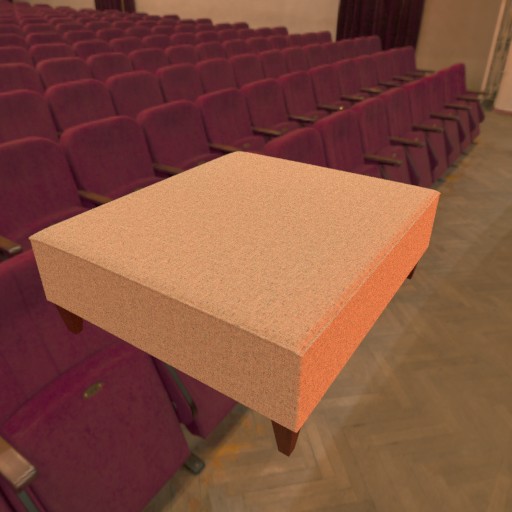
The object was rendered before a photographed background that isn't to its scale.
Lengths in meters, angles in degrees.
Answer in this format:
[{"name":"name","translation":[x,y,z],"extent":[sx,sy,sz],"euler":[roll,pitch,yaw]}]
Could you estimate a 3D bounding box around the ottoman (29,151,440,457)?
[{"name":"ottoman","translation":[0.000,0.000,1.228],"extent":[0.736,0.303,0.835],"euler":[18,34,29]}]
